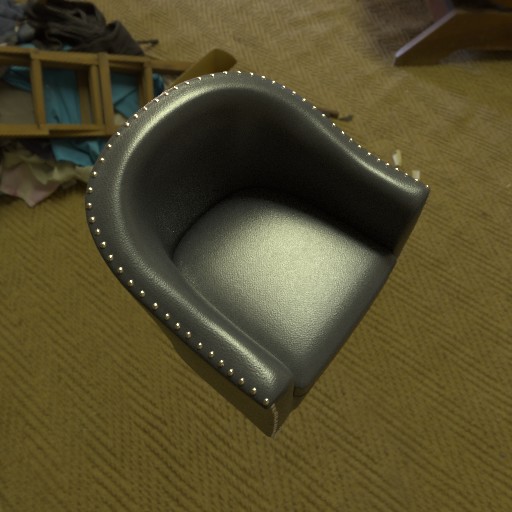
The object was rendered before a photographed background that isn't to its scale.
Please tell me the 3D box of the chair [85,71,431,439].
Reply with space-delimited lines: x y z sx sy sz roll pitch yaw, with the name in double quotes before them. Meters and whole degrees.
"chair" 0.000 0.000 1.405 0.748 0.823 0.794 34 64 19
